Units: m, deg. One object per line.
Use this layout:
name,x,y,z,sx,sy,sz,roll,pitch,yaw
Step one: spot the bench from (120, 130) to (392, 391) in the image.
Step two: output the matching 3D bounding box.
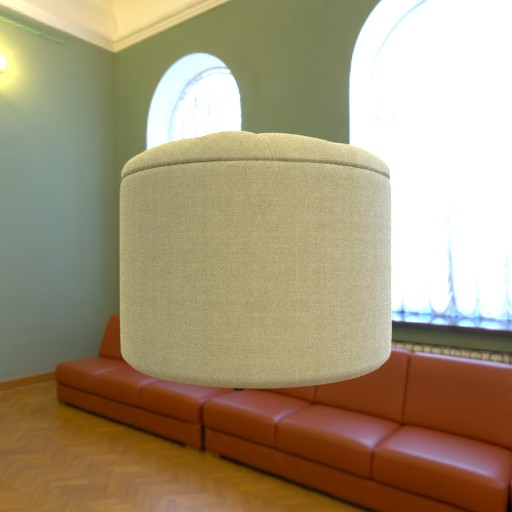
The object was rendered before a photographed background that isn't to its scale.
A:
bench,0.000,0.000,1.021,0.600,0.453,0.600,0,0,0
